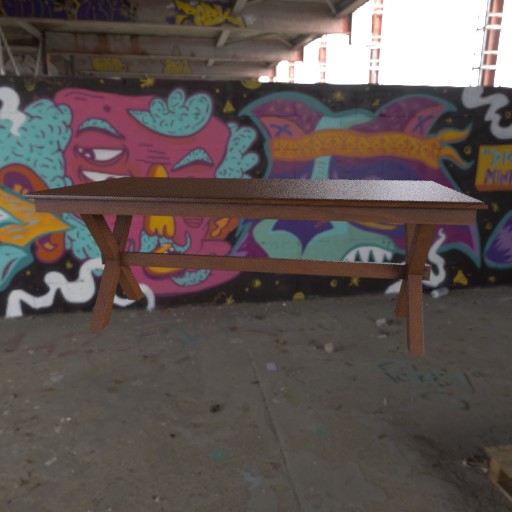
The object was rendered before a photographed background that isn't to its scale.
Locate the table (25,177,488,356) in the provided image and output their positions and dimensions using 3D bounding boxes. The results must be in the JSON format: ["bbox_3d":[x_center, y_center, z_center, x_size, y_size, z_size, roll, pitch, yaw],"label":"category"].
[{"bbox_3d":[0.000,0.000,1.466,1.197,0.459,0.594,3,15,10],"label":"table"}]
